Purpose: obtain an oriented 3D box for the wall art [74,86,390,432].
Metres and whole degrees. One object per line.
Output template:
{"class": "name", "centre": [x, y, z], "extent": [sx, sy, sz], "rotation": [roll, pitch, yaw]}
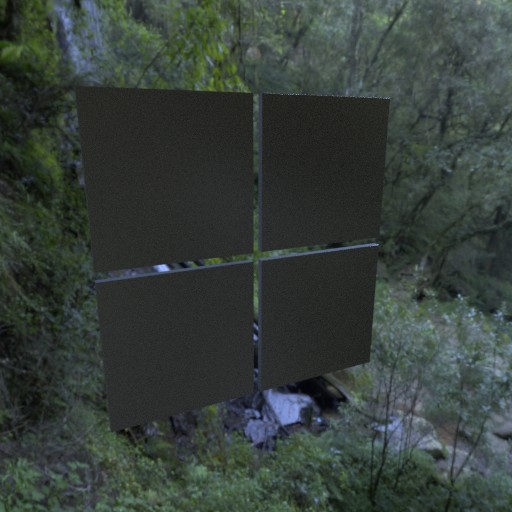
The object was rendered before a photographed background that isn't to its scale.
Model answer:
{"class": "wall art", "centre": [0.000, 0.000, 1.618], "extent": [1.118, 1.118, 0.029], "rotation": [-7, 17, -25]}
